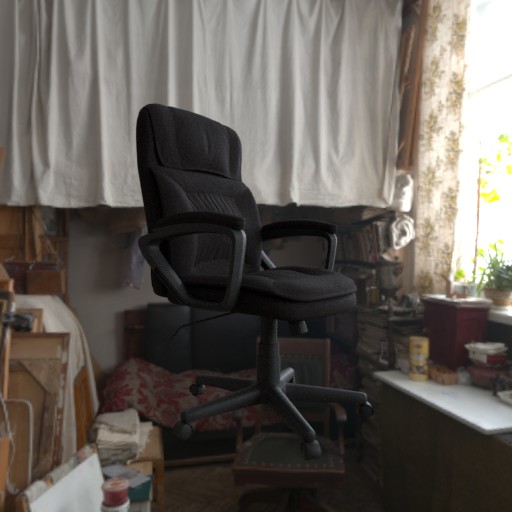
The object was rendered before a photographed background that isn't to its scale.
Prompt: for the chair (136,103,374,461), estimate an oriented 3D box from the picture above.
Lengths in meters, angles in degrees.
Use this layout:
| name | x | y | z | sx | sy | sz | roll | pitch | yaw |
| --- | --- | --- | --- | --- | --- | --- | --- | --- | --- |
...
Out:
| name | x | y | z | sx | sy | sz | roll | pitch | yaw |
| --- | --- | --- | --- | --- | --- | --- | --- | --- | --- |
| chair | 0.000 | 0.000 | 1.558 | 0.724 | 1.105 | 0.667 | 1 | 2 | 37 |
